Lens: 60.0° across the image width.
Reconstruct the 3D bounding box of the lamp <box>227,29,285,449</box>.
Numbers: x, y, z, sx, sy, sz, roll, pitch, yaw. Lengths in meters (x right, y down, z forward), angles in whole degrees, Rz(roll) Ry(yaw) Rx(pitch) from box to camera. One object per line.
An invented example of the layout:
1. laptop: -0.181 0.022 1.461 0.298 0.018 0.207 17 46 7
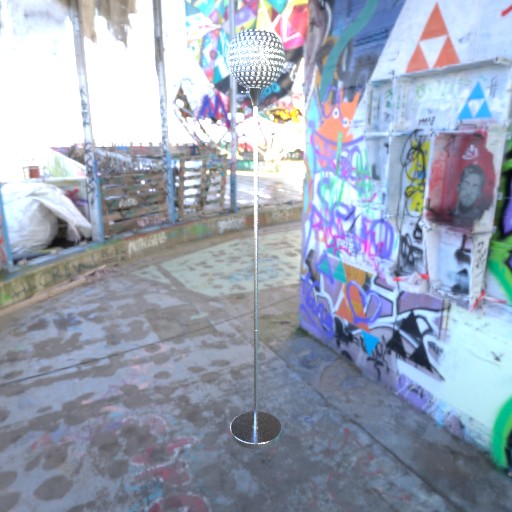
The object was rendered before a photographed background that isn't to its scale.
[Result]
1. lamp: 0.000 0.000 1.963 0.254 1.805 0.254 0 15 0
